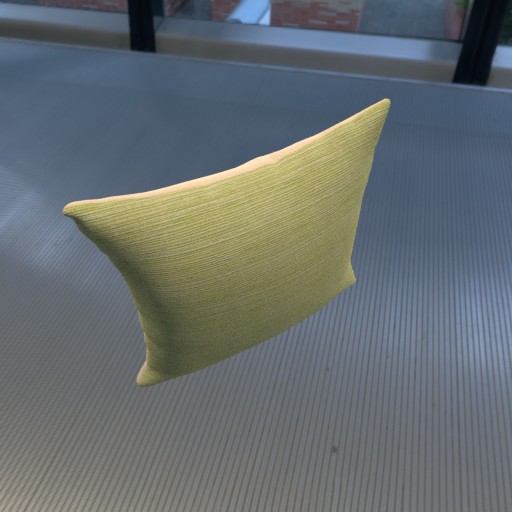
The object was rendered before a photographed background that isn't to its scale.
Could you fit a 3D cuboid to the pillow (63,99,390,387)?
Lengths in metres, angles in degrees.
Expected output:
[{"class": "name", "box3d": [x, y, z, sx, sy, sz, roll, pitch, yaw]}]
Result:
[{"class": "pillow", "box3d": [0.000, 0.000, 0.821, 0.560, 0.487, 0.229, -23, 51, -20]}]
